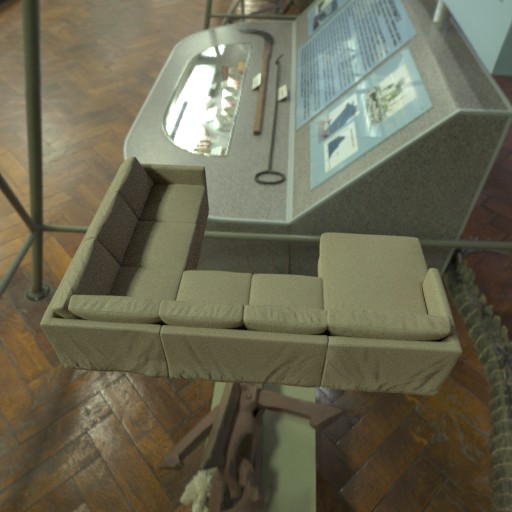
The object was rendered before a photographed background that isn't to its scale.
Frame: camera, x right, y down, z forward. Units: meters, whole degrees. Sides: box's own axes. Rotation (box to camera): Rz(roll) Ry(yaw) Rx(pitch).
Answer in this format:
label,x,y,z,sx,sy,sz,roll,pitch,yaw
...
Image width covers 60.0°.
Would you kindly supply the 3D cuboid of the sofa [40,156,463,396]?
label,x,y,z,sx,sy,sz,roll,pitch,yaw
sofa,0.000,0.000,4.620,3.528,0.878,2.476,3,45,3
